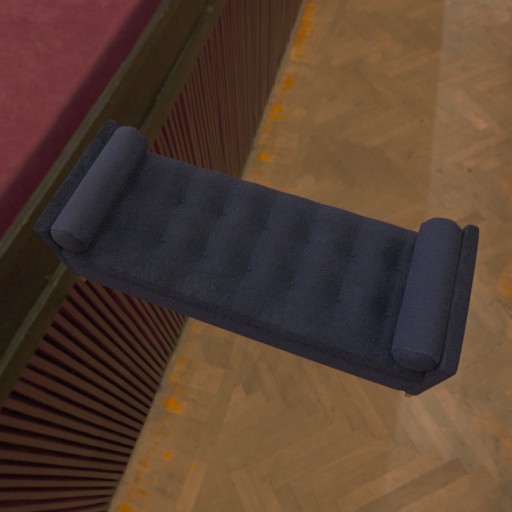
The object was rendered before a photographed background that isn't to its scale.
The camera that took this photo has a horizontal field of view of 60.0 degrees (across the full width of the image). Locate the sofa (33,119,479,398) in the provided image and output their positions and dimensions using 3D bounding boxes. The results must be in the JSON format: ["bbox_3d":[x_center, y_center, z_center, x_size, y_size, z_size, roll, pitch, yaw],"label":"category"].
[{"bbox_3d":[0.000,0.000,2.443,2.102,0.705,0.796,18,64,9],"label":"sofa"}]
